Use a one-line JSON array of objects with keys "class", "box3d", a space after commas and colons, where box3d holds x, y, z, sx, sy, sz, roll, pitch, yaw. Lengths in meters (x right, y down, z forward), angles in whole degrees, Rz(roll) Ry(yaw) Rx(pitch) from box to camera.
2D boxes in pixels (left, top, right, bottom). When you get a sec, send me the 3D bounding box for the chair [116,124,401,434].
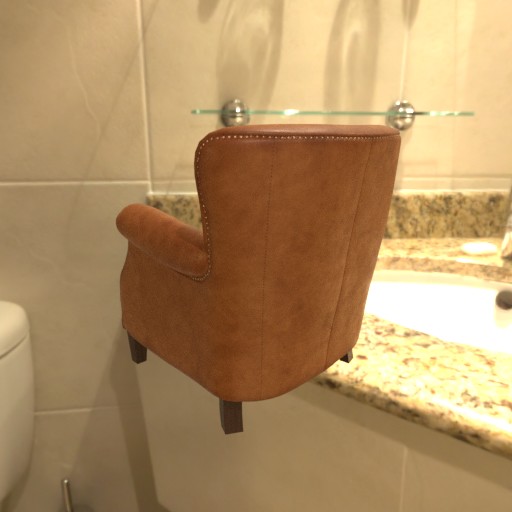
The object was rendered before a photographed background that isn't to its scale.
[{"class": "chair", "box3d": [0.000, 0.000, 1.654, 0.861, 0.936, 0.921, -15, 22, -42]}]
